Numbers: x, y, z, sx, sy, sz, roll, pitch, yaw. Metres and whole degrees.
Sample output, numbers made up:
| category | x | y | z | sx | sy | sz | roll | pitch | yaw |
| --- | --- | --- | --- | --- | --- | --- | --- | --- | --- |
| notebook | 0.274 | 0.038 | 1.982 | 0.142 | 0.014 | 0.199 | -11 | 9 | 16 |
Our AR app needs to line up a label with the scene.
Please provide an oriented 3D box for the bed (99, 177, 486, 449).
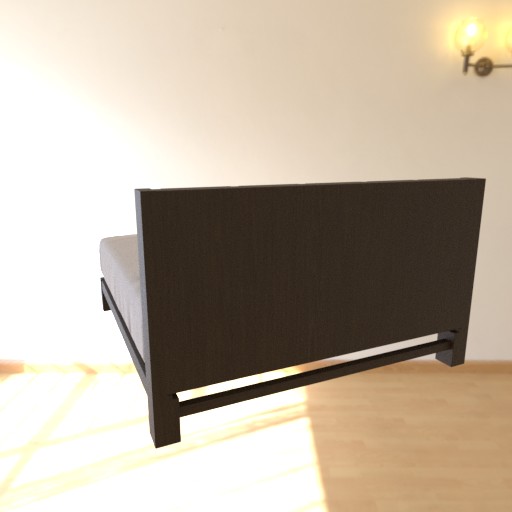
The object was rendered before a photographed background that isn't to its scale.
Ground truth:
| category | x | y | z | sx | sy | sz | roll | pitch | yaw |
| --- | --- | --- | --- | --- | --- | --- | --- | --- | --- |
| bed | 0.000 | 0.000 | 3.462 | 2.143 | 1.261 | 2.238 | -6 | 15 | -24 |
